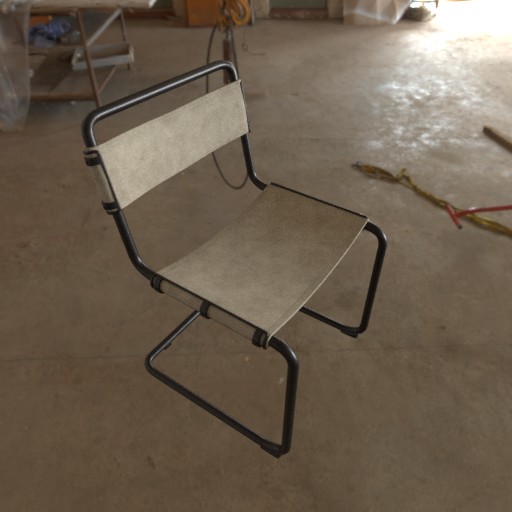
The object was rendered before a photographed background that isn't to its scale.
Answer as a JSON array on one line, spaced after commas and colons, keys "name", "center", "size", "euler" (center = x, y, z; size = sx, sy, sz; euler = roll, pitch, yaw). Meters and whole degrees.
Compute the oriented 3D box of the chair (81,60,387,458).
[{"name": "chair", "center": [0.000, 0.000, 1.082], "size": [0.497, 0.747, 0.499], "euler": [23, 45, 26]}]
